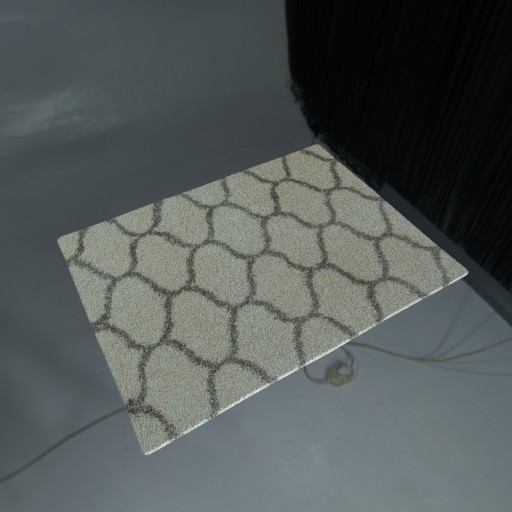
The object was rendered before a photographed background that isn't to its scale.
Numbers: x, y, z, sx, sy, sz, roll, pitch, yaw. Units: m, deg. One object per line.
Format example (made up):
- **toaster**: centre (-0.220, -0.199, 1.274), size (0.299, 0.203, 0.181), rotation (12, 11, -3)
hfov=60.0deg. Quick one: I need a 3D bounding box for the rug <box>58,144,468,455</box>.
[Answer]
- **rug**: centre (0.000, 0.000, 2.138), size (1.600, 0.025, 1.200), rotation (-24, 53, -20)
